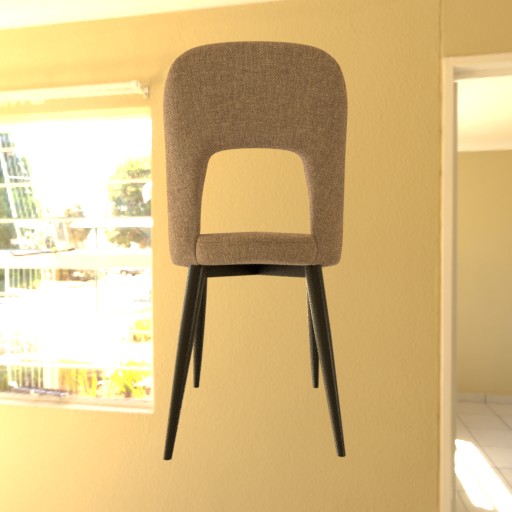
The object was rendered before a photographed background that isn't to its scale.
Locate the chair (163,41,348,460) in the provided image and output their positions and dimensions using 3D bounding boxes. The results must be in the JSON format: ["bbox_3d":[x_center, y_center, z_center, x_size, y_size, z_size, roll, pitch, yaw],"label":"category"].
[{"bbox_3d":[0.000,0.000,1.242,0.470,0.931,0.612,0,0,0],"label":"chair"}]
